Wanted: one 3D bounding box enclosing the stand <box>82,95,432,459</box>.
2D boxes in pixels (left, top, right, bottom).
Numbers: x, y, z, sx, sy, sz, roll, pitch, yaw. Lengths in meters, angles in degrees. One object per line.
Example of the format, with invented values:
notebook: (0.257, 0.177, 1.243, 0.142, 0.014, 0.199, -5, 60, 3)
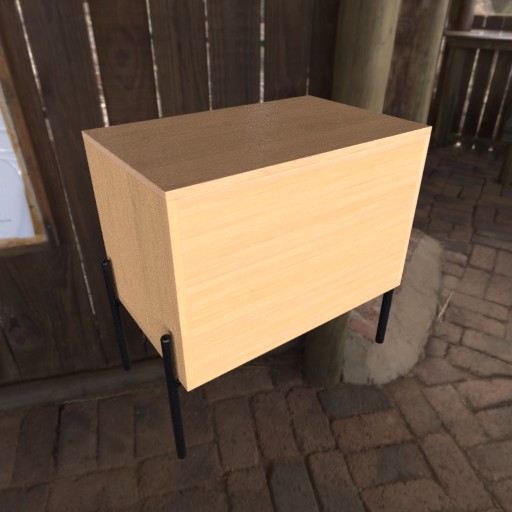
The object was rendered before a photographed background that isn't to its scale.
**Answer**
stand: (0.000, 0.000, 1.038, 0.630, 0.600, 0.400, -20, 36, -30)
